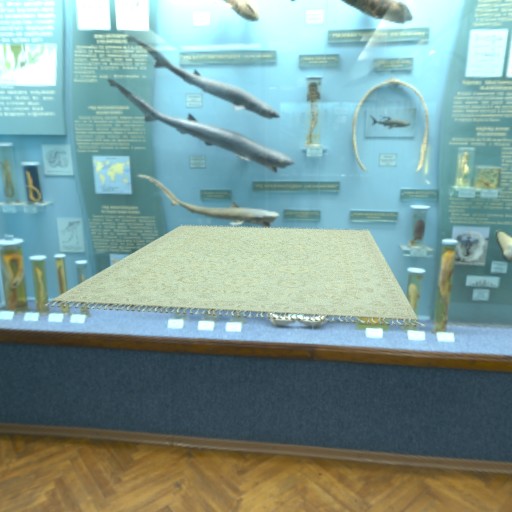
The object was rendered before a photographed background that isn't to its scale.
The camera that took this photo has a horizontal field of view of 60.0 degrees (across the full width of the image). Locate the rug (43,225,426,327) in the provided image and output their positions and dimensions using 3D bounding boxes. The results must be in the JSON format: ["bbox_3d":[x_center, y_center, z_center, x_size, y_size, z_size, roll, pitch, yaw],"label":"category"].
[{"bbox_3d":[0.000,0.000,4.194,2.444,0.013,3.043,2,14,8],"label":"rug"}]
